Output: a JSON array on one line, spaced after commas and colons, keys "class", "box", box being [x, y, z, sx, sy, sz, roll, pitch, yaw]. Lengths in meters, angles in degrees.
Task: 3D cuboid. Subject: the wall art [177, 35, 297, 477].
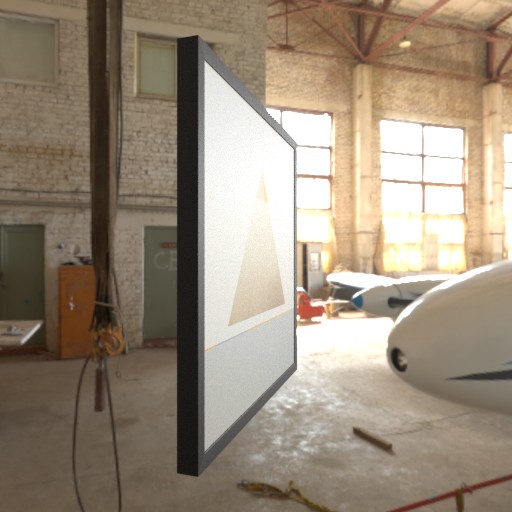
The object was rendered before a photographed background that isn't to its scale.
[{"class": "wall art", "box": [0.000, 0.000, 0.760, 0.028, 0.511, 0.513, 0, 0, 18]}]
